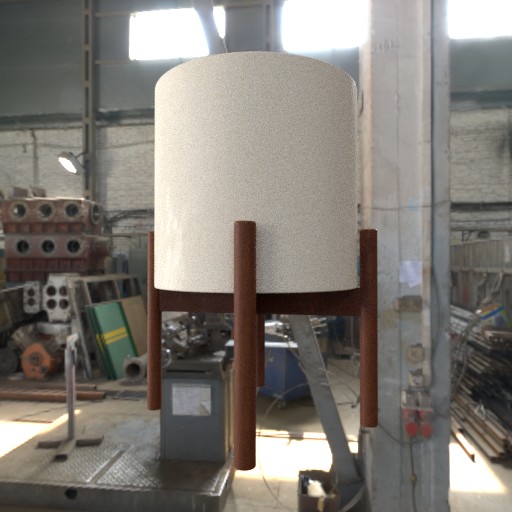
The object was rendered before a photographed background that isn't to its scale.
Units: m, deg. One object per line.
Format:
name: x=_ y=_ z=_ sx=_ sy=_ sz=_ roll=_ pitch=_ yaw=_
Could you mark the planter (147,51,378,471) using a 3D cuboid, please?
planter: x=0.000 y=0.000 z=0.934 sx=0.417 sy=0.670 sz=0.417 roll=1 pitch=-1 yaw=-37
